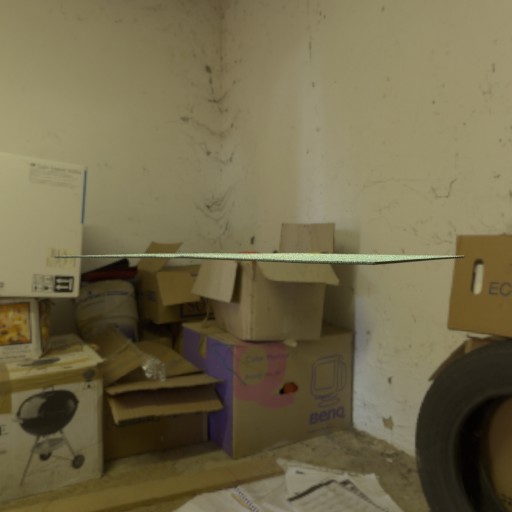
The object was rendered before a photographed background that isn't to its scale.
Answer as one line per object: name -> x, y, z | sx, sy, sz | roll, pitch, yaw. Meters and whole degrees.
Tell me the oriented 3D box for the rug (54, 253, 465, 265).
rug -> 0.000, 0.000, 5.308 | 4.078, 0.052, 2.802 | 1, 1, 37
